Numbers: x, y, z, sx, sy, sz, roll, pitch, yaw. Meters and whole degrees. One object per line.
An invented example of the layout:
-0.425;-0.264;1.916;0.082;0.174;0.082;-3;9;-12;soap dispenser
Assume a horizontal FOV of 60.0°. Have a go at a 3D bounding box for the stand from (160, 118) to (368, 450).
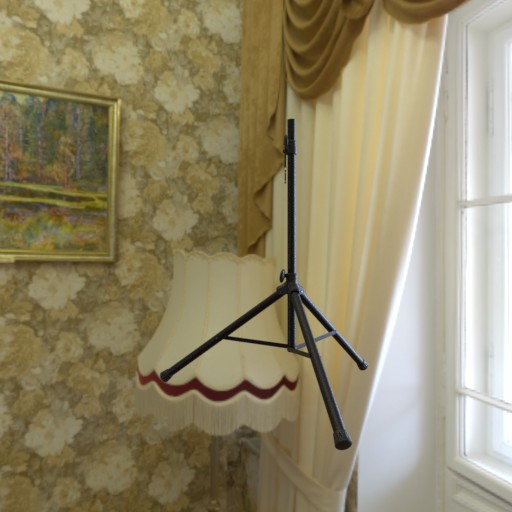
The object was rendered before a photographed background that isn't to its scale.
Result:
0.000;0.000;1.886;0.907;1.136;1.045;0;-1;18;stand
